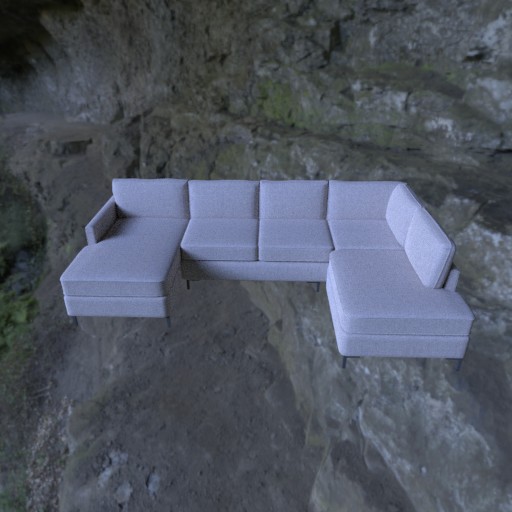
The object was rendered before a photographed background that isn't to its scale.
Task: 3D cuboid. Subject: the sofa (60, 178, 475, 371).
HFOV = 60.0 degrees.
[{"bbox_3d":[0.000,0.000,4.288,3.423,0.996,2.021,1,29,1],"label":"sofa"}]
